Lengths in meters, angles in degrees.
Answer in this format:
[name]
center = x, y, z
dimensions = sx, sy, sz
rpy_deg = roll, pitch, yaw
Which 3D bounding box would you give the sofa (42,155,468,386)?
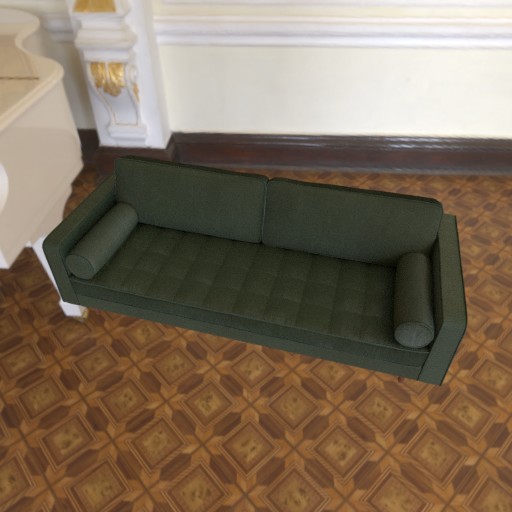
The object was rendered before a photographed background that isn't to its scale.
[sofa]
center = 0.000, 0.000, 2.608
dimensions = 2.199, 0.769, 0.918
rpy_deg = 10, 42, 12
